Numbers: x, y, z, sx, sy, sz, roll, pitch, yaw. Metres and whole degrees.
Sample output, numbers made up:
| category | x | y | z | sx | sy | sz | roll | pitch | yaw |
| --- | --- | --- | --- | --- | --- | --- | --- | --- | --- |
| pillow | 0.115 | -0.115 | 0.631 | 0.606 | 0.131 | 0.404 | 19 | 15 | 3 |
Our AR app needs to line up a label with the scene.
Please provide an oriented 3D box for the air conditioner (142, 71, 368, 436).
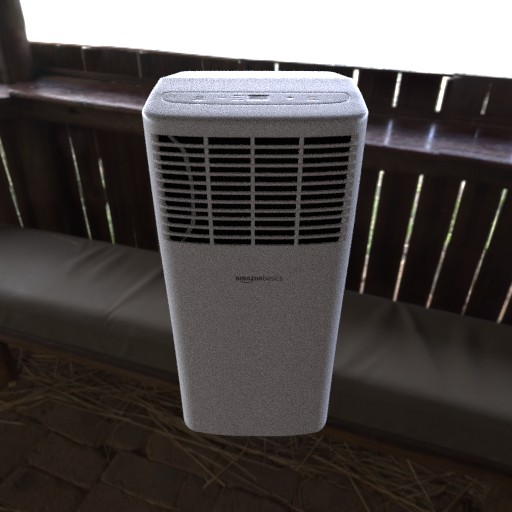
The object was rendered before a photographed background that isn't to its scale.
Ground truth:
| category | x | y | z | sx | sy | sz | roll | pitch | yaw |
| --- | --- | --- | --- | --- | --- | --- | --- | --- | --- |
| air conditioner | 0.000 | 0.000 | 0.817 | 0.304 | 0.606 | 0.349 | 0 | 31 | 1 |
